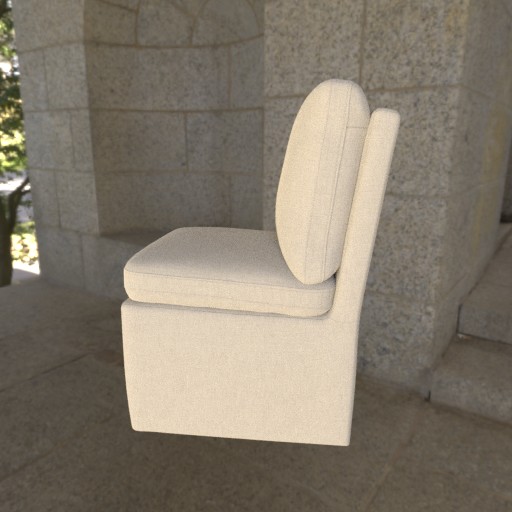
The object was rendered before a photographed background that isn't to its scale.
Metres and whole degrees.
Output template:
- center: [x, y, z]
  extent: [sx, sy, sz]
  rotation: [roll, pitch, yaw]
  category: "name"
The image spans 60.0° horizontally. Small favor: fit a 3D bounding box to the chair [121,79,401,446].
- center: [0.000, 0.000, 1.323]
  extent: [0.698, 0.927, 0.503]
  rotation: [2, 14, 7]
  category: "chair"
